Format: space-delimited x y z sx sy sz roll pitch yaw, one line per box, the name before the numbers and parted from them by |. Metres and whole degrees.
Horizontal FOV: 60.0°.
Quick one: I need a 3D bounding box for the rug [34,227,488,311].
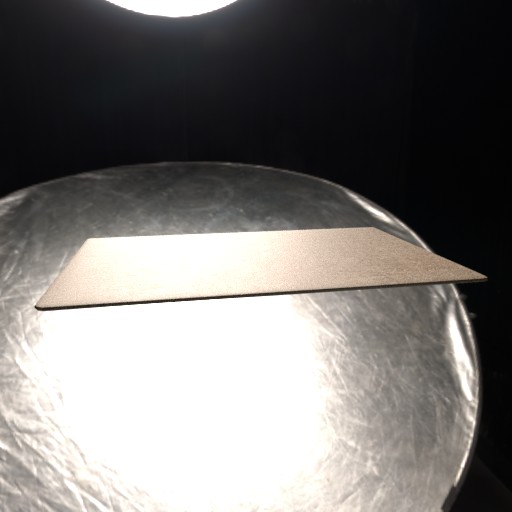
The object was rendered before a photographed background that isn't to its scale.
rug | 0.000 0.000 3.059 2.469 0.024 1.539 -3 15 -11
